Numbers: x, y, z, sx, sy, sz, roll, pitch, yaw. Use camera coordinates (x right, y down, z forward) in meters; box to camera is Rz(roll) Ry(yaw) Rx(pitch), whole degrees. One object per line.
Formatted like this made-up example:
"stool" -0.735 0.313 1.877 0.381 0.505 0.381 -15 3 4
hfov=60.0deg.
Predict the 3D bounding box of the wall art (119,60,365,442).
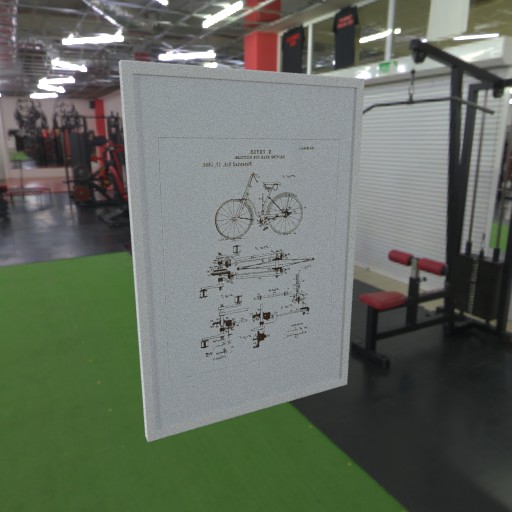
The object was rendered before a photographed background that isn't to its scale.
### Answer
"wall art" 0.000 0.000 0.614 0.332 0.477 0.015 -7 16 -25
